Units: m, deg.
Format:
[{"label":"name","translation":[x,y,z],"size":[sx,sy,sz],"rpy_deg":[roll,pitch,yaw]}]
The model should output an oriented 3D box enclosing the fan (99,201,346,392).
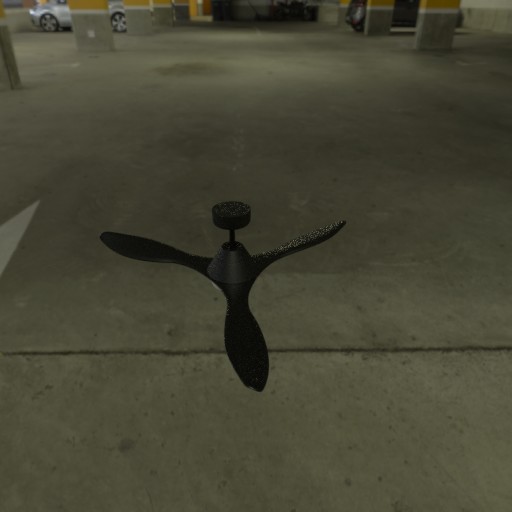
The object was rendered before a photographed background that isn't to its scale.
[{"label":"fan","translation":[0.000,0.000,1.596],"size":[1.067,0.305,1.067],"rpy_deg":[-10,31,-17]}]
